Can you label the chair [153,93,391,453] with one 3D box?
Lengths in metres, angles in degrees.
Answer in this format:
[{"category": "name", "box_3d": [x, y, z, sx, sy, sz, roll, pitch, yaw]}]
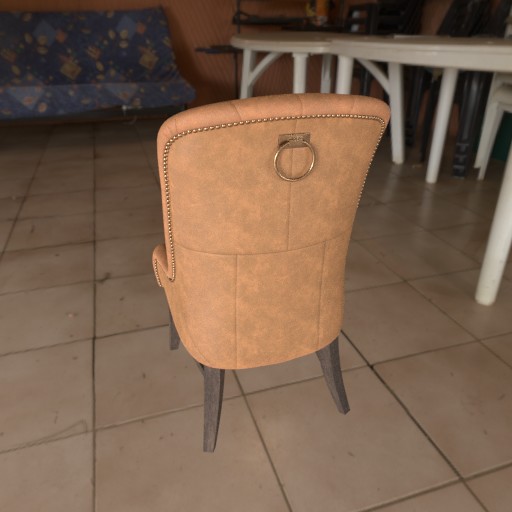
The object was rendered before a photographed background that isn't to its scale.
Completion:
[{"category": "chair", "box_3d": [0.000, 0.000, 1.482, 0.634, 1.091, 0.629, -9, 29, -17]}]
